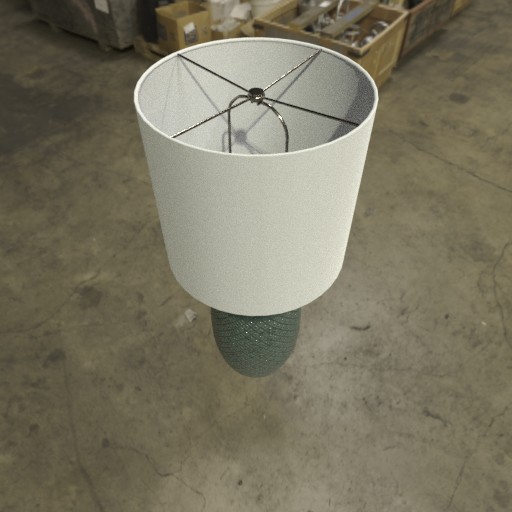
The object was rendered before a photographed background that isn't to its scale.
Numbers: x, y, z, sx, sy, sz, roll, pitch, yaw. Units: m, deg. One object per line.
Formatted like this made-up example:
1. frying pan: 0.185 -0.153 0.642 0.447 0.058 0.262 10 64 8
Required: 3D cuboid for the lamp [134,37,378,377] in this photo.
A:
1. lamp: 0.000 0.000 0.565 0.217 0.453 0.217 31 55 25
